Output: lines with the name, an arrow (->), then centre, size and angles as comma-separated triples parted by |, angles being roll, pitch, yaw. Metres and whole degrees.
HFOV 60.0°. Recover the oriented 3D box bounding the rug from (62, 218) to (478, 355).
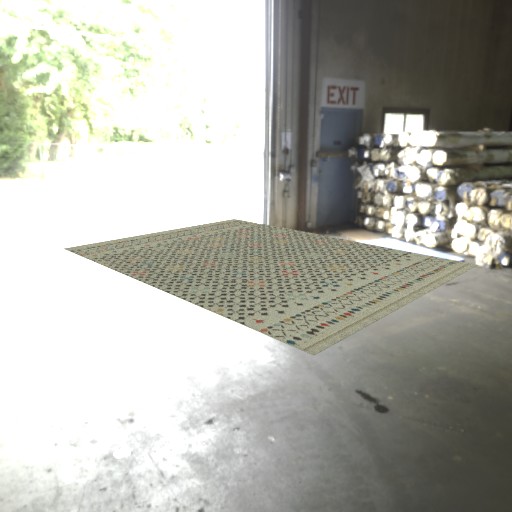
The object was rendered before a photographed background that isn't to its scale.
rug -> 0.000, 0.000, 4.200 | 3.196, 0.007, 2.354 | 15, 21, 43
